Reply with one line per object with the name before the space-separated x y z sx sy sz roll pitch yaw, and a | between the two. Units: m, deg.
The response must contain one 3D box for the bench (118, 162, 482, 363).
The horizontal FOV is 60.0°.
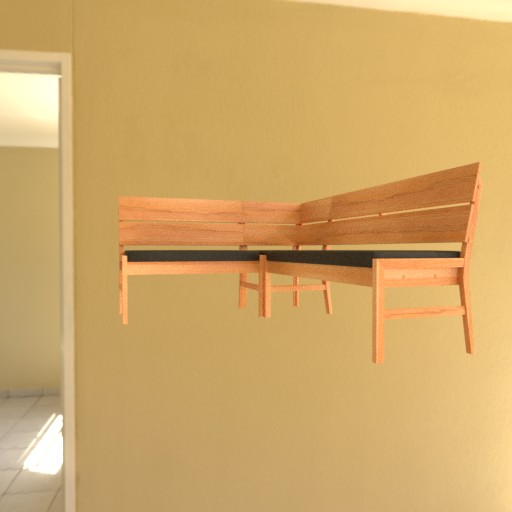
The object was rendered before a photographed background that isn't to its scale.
bench | 0.000 0.000 2.724 1.548 0.890 1.948 0 1 -19
